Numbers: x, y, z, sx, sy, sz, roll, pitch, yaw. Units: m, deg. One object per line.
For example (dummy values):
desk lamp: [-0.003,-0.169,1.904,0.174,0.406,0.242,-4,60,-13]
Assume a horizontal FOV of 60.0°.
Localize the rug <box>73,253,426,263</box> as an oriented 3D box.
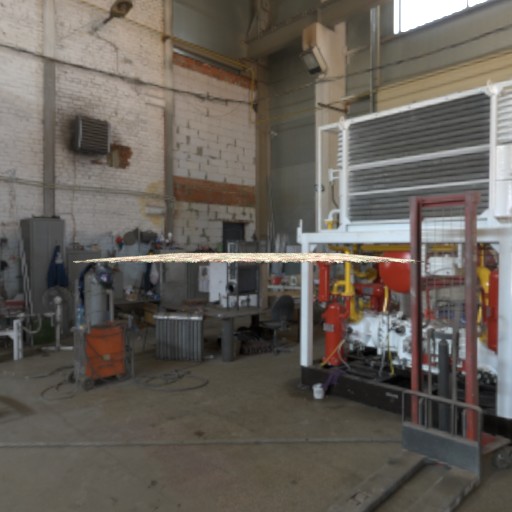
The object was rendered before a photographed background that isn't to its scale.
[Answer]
rug: [0.000,0.000,3.057,1.524,0.011,2.438,0,1,1]
